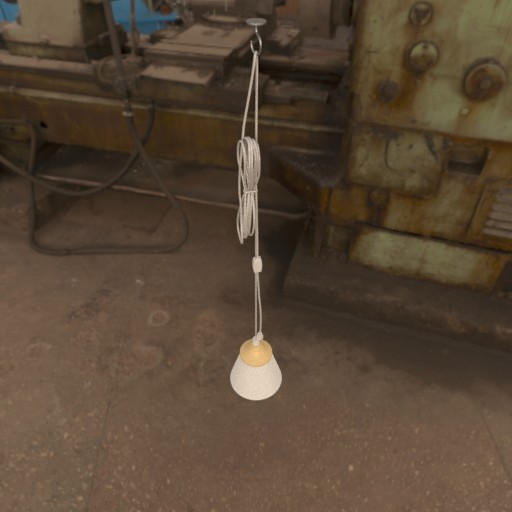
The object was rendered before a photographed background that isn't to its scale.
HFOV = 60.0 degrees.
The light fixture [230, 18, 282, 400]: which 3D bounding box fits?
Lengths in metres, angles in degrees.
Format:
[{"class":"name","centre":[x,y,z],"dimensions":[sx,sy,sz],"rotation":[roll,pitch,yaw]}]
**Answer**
[{"class":"light fixture","centre":[0.000,0.000,1.001],"dimensions":[0.153,0.966,0.153],"rotation":[0,42,0]}]
